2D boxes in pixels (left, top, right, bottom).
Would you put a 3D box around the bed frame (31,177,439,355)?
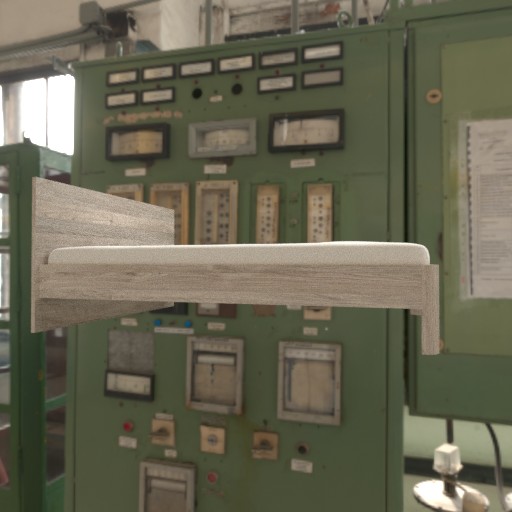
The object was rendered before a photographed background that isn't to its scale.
[{"bbox_3d":[0.000,0.000,2.697,1.950,0.800,1.490,0,-1,18],"label":"bed frame"}]
